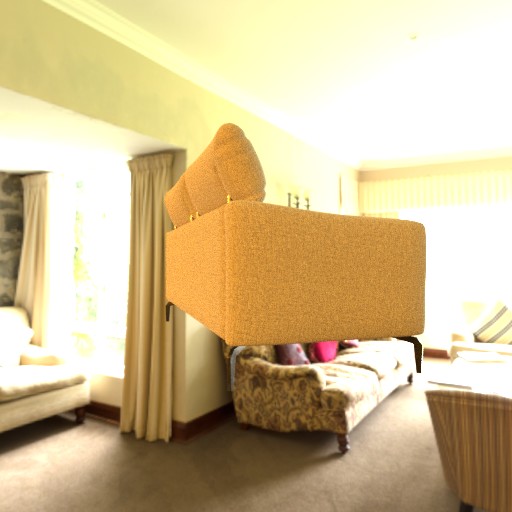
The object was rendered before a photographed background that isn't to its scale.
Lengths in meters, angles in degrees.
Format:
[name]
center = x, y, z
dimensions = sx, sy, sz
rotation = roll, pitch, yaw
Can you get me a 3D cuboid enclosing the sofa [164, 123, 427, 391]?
[sofa]
center = 0.000, 0.000, 2.539
dimensions = 0.856, 0.956, 2.015
rotation = 0, -1, -18
